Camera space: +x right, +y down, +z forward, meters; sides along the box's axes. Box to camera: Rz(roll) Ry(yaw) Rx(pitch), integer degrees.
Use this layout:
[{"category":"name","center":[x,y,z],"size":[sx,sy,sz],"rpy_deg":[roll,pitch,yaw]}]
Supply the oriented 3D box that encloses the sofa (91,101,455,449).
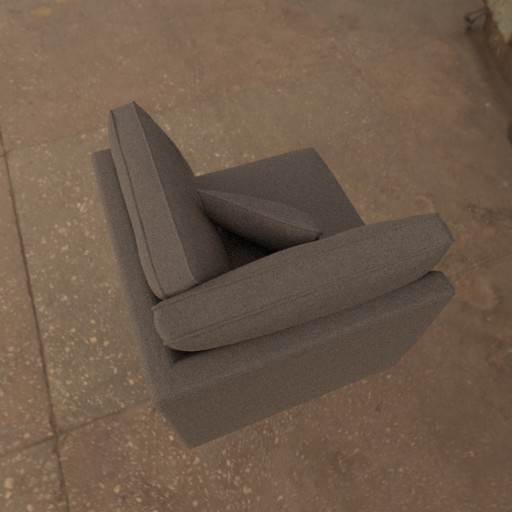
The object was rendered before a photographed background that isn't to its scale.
[{"category":"sofa","center":[0.000,0.000,1.943],"size":[1.084,1.002,1.146],"rpy_deg":[-18,59,-11]}]
